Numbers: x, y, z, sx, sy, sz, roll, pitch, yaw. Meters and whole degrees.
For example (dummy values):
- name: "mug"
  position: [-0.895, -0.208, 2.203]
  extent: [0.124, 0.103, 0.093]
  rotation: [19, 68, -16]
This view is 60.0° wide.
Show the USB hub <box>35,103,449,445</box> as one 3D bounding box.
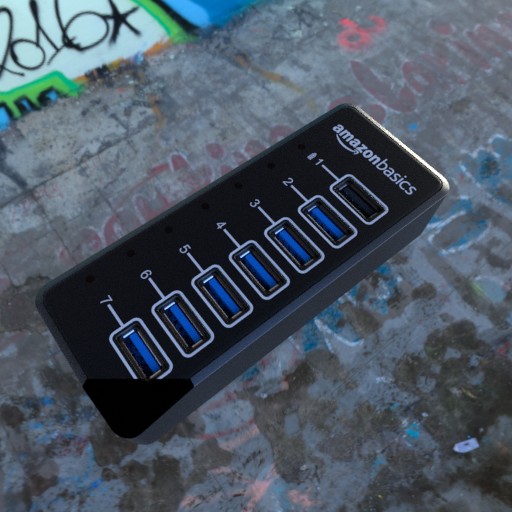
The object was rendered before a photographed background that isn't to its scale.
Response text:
- name: "USB hub"
  position: [0.000, 0.000, 0.127]
  extent: [0.110, 0.023, 0.044]
  rotation: [-35, 68, -17]
